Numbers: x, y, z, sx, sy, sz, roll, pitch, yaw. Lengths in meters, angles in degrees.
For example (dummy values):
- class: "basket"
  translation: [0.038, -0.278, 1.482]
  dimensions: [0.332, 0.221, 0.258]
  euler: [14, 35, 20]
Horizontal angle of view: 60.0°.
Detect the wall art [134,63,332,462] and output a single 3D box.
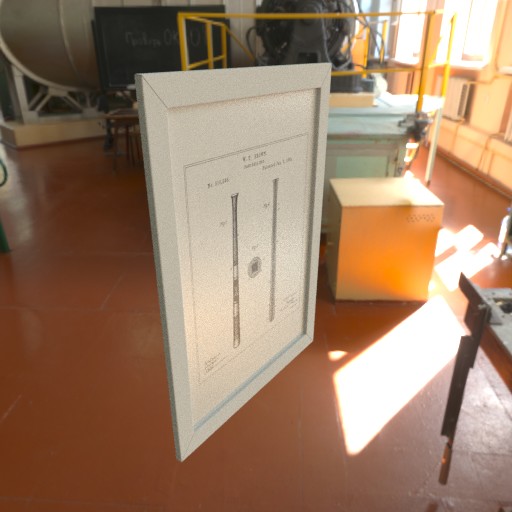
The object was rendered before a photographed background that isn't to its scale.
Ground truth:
- class: "wall art"
  translation: [0.000, 0.000, 0.674]
  dimensions: [0.012, 0.529, 0.374]
  euler: [18, 31, 33]
